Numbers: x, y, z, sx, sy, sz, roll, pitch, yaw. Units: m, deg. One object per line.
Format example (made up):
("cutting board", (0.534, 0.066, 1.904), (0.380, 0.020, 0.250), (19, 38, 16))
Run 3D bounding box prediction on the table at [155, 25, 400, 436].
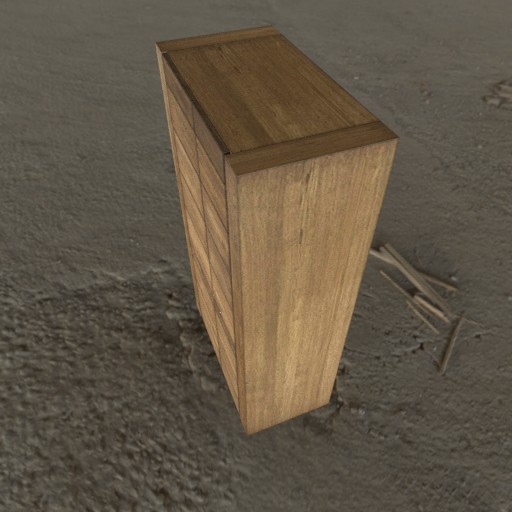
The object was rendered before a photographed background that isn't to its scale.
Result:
("table", (0.000, 0.000, 2.484), (0.600, 2.000, 1.100), (-16, 49, -15))
